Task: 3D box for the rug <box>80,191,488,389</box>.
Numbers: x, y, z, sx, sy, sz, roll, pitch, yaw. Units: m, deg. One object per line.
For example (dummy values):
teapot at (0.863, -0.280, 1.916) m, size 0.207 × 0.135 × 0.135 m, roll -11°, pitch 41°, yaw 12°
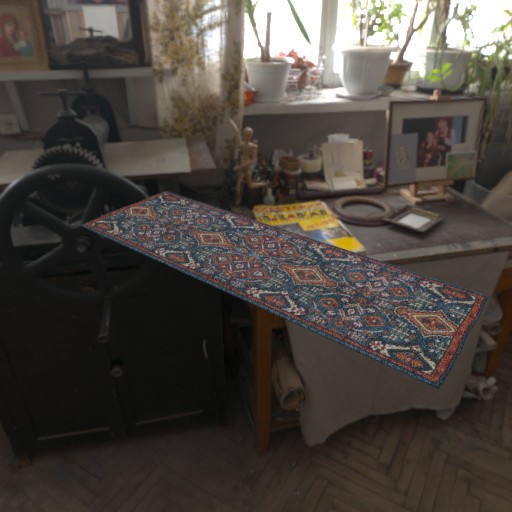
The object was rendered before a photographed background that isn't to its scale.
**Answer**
rug at (0.000, 0.000, 2.683) m, size 2.459 × 0.010 × 0.801 m, roll 21°, pitch 36°, yaw 32°
